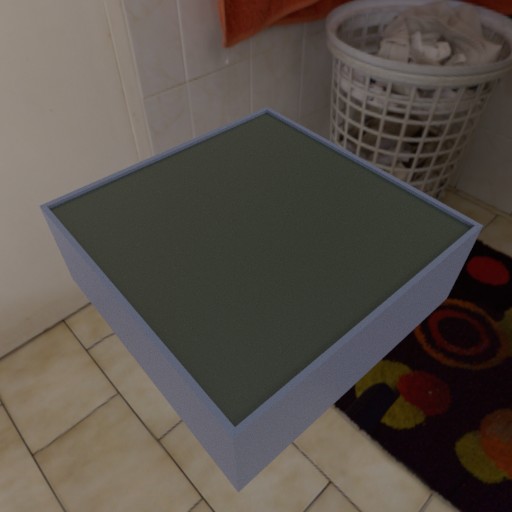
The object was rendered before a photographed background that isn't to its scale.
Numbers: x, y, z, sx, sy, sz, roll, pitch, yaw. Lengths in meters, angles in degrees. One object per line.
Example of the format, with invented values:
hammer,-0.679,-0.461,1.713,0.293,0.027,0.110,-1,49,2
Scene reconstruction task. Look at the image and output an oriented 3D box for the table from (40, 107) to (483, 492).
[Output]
table,0.000,0.000,1.237,0.801,0.299,0.801,-32,54,-27
